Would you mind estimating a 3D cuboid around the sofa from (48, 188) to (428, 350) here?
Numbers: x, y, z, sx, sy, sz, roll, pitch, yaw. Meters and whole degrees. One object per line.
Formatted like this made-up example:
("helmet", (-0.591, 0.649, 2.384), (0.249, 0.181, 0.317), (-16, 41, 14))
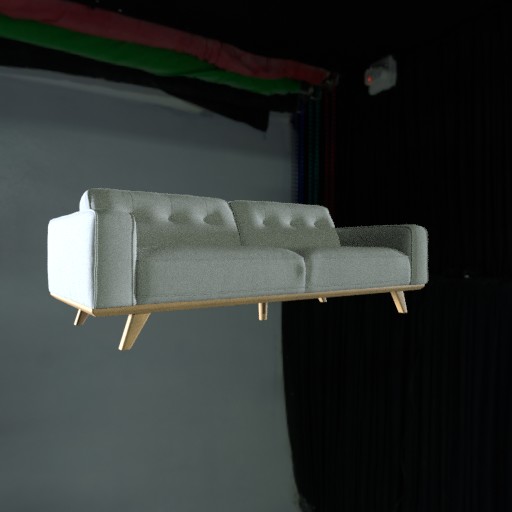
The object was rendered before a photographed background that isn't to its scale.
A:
("sofa", (0.000, 0.000, 2.766), (2.270, 0.781, 0.956), (-1, 1, -36))
